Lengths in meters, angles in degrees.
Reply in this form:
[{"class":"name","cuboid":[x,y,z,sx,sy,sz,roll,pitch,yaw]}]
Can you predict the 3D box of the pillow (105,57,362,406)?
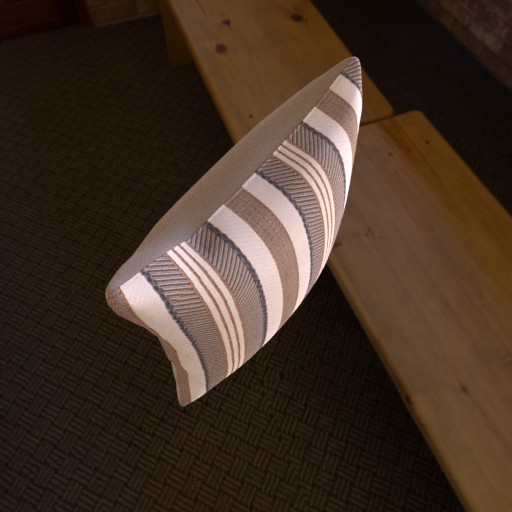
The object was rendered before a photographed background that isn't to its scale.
[{"class":"pillow","cuboid":[0.000,0.000,0.626,0.173,0.401,0.416,33,64,18]}]
